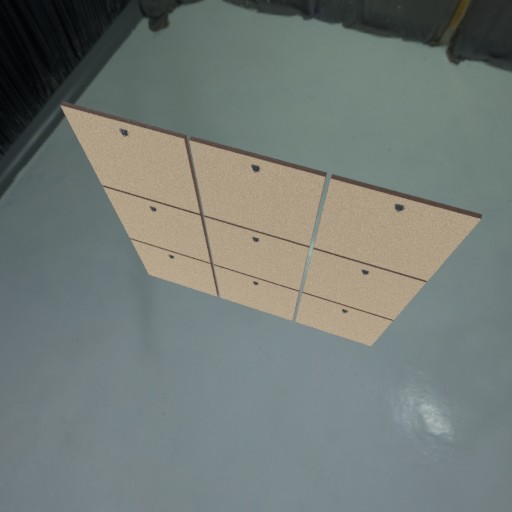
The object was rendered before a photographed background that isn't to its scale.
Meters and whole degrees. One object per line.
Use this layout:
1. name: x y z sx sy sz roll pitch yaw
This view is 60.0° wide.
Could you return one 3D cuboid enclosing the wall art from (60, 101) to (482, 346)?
1. wall art: 0.000 0.000 1.312 0.906 0.904 0.018 17 65 8
